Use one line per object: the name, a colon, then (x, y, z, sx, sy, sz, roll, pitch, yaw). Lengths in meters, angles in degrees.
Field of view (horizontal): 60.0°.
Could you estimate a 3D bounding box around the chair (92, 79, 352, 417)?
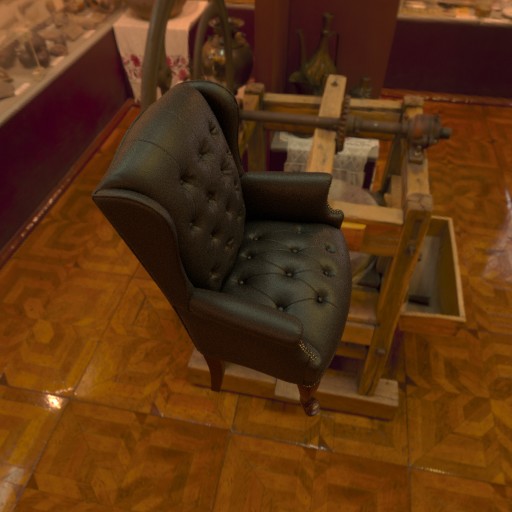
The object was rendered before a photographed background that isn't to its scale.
chair: (0.000, 0.000, 1.681, 0.762, 1.111, 0.838, 10, 47, 9)
